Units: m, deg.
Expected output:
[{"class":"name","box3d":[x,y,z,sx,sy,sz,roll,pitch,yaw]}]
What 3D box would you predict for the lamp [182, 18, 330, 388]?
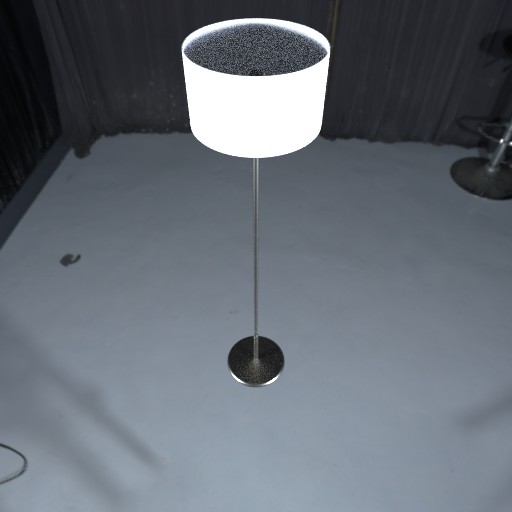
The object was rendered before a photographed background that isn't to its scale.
[{"class":"lamp","box3d":[0.000,0.000,1.566,0.347,1.443,0.347,3,46,3]}]
